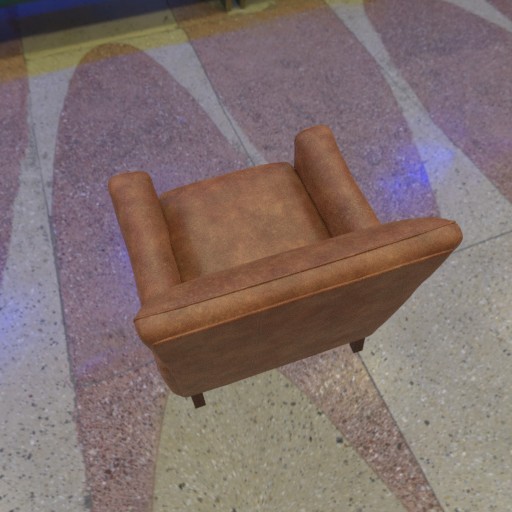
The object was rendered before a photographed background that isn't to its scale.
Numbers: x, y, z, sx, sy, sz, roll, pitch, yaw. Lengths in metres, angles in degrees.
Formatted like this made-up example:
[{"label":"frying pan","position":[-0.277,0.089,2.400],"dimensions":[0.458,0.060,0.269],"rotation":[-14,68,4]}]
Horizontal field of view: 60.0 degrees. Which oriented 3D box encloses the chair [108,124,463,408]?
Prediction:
[{"label":"chair","position":[0.000,0.000,1.596],"dimensions":[0.870,0.943,0.823],"rotation":[-16,59,-10]}]
